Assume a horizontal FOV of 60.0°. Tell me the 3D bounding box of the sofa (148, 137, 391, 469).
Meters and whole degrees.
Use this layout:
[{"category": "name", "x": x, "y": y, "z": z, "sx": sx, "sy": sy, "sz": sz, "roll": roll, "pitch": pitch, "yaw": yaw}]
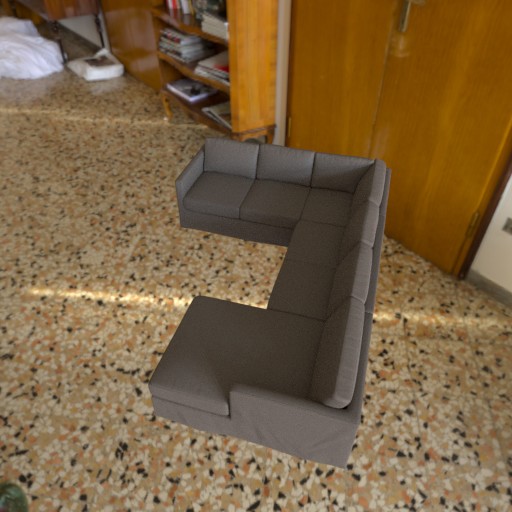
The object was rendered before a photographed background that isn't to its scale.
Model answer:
[{"category": "sofa", "x": 0.000, "y": 0.000, "z": 4.559, "sx": 2.427, "sy": 0.882, "sz": 3.460, "roll": 11, "pitch": 43, "yaw": 12}]
